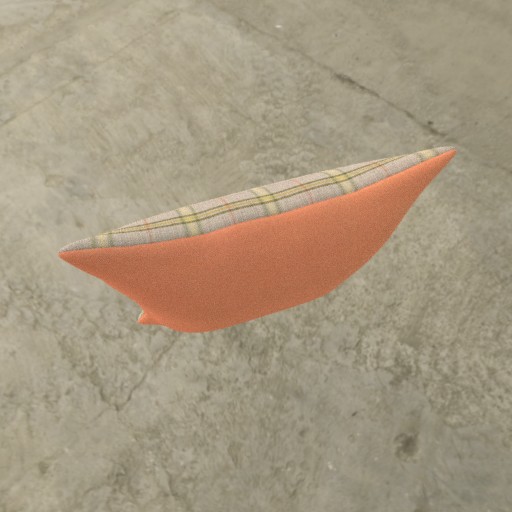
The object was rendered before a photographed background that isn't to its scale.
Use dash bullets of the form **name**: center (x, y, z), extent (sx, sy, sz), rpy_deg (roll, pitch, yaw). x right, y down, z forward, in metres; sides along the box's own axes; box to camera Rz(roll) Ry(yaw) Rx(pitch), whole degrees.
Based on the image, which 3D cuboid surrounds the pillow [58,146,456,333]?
- **pillow**: center (0.000, 0.000, 0.685), extent (0.453, 0.430, 0.200), rpy_deg (-16, 60, -9)
